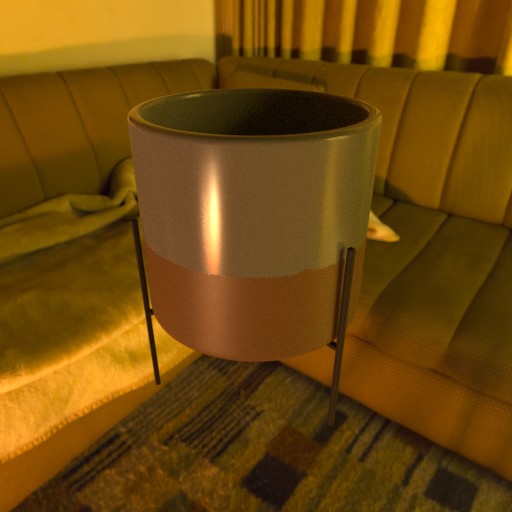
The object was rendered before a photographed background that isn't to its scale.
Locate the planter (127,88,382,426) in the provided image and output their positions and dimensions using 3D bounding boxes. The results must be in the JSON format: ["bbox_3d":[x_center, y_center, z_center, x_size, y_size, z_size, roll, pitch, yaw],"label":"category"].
[{"bbox_3d":[0.000,0.000,0.735,0.348,0.480,0.360,8,30,14],"label":"planter"}]
